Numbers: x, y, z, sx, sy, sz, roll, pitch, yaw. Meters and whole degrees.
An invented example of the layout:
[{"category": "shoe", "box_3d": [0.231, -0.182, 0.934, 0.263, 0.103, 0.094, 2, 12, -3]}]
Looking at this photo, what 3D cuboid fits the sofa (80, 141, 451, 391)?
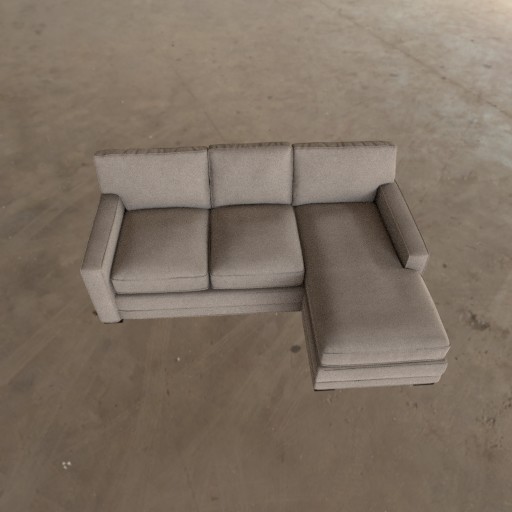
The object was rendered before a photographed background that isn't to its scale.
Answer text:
[{"category": "sofa", "box_3d": [0.000, 0.000, 2.824, 2.087, 0.861, 1.496, -3, 46, -2]}]
